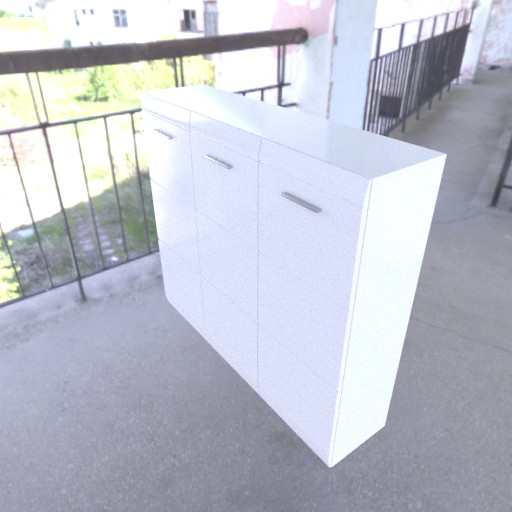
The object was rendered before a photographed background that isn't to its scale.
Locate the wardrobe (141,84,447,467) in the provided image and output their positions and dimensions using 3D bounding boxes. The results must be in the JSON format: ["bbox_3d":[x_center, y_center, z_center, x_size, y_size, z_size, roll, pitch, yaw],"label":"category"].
[{"bbox_3d":[0.000,0.000,1.946,0.360,1.200,1.340,-21,37,-31],"label":"wardrobe"}]
